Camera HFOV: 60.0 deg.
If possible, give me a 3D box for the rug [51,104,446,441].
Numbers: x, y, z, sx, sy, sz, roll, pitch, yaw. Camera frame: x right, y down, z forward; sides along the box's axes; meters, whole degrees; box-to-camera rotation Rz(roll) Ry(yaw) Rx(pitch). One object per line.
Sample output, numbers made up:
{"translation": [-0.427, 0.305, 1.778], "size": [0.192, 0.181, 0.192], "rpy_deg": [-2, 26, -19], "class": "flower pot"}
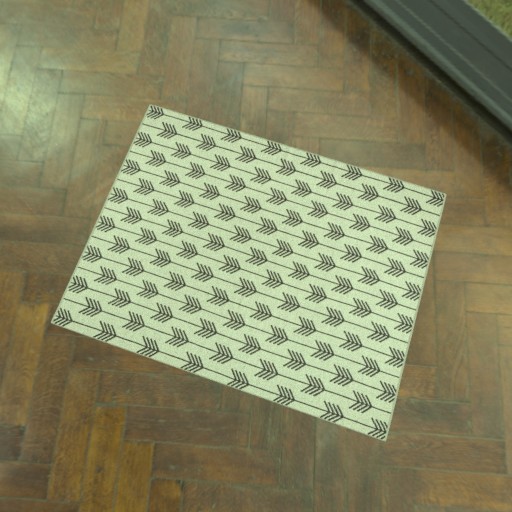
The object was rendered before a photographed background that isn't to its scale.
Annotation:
{"translation": [0.000, 0.000, 4.082], "size": [3.061, 0.010, 2.330], "rpy_deg": [18, 76, 5], "class": "rug"}
